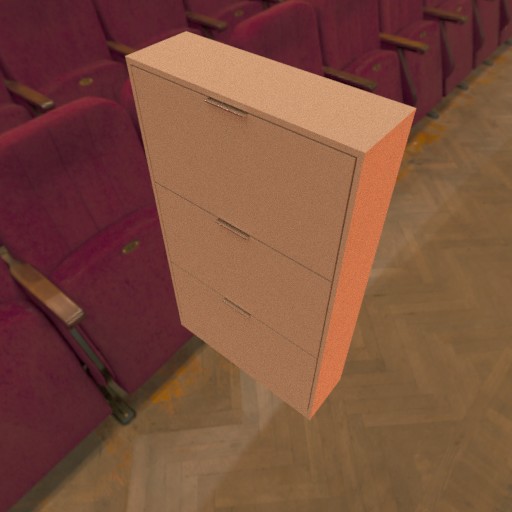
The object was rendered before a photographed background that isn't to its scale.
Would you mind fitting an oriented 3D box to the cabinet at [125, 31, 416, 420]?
[{"bbox_3d":[0.000,0.000,1.580,0.750,1.280,0.250,30,54,26],"label":"cabinet"}]
